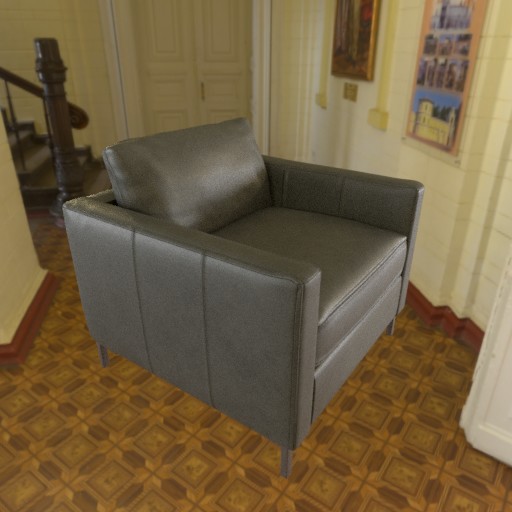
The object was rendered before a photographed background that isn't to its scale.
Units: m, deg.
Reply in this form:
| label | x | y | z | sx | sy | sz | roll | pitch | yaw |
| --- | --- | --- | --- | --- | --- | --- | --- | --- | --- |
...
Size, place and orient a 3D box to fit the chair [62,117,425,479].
| label | x | y | z | sx | sy | sz | roll | pitch | yaw |
| --- | --- | --- | --- | --- | --- | --- | --- | --- | --- |
| chair | 0.000 | 0.000 | 1.491 | 0.861 | 0.824 | 0.967 | 17 | 31 | 31 |
